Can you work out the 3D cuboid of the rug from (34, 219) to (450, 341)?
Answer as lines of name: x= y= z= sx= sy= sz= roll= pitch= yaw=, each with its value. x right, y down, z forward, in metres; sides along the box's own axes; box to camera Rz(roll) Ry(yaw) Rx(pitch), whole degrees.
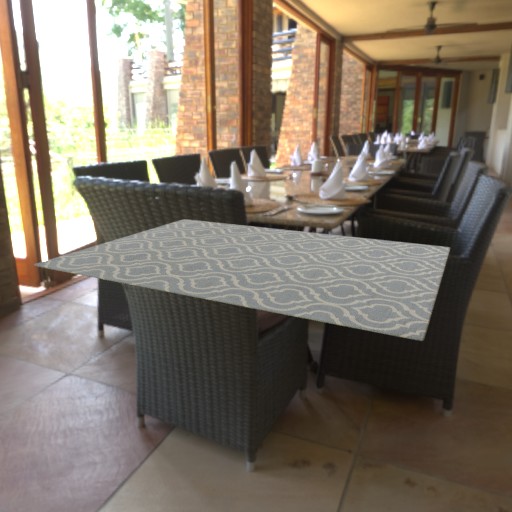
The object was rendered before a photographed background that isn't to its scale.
rug: x=0.000 y=0.000 z=2.678 sx=2.080 sy=0.010 sz=1.451 roll=8 pitch=18 yaw=25
